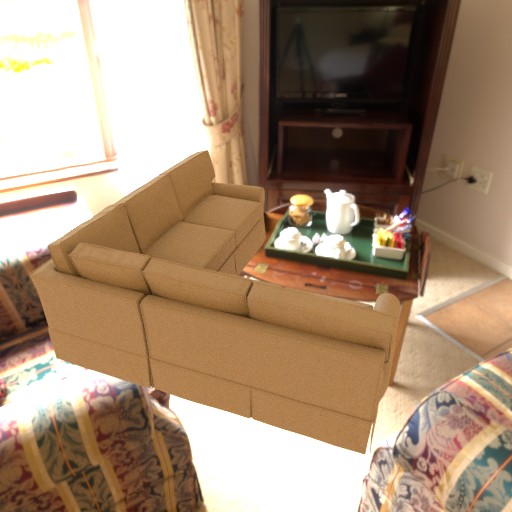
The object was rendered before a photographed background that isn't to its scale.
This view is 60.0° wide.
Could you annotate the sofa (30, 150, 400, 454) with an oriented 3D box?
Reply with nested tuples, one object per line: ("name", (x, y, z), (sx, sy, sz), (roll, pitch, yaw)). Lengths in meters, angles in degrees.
("sofa", (0.000, 0.000, 4.239), (2.730, 1.124, 2.733), (11, 33, 17))
